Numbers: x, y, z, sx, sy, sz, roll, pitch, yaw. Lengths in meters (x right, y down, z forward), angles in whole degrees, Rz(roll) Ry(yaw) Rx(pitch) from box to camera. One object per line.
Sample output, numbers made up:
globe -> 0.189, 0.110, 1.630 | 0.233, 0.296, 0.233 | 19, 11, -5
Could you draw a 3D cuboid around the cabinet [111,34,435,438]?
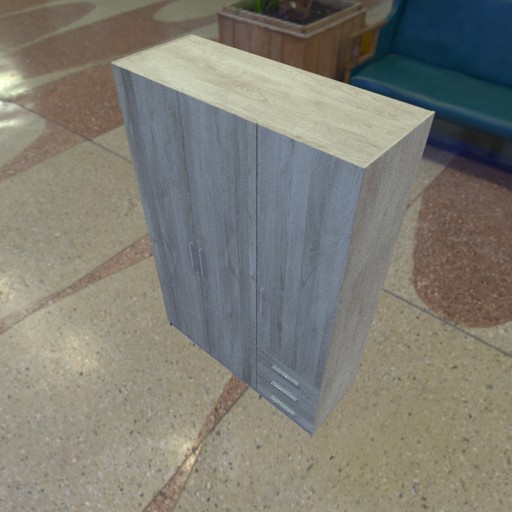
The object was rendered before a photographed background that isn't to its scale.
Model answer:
cabinet -> 0.000, 0.000, 2.448 | 1.290, 1.910, 0.510 | 31, 52, 28
